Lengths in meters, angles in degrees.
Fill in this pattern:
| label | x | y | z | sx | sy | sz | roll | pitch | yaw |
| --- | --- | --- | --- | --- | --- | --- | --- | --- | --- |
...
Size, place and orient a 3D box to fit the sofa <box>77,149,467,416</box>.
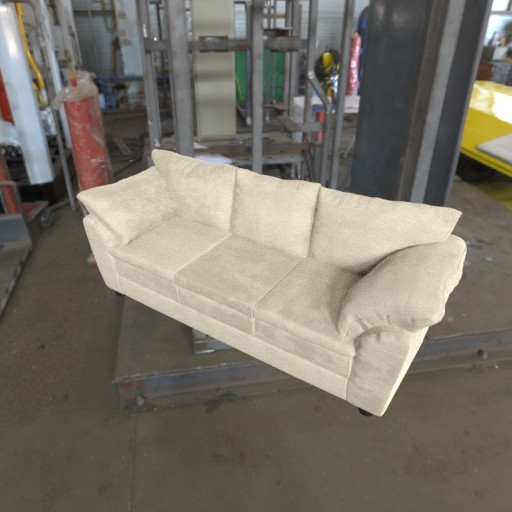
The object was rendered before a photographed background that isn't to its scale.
| label | x | y | z | sx | sy | sz | roll | pitch | yaw |
| --- | --- | --- | --- | --- | --- | --- | --- | --- | --- |
| sofa | 0.000 | 0.000 | 2.819 | 2.377 | 0.981 | 0.893 | 19 | 35 | 29 |
